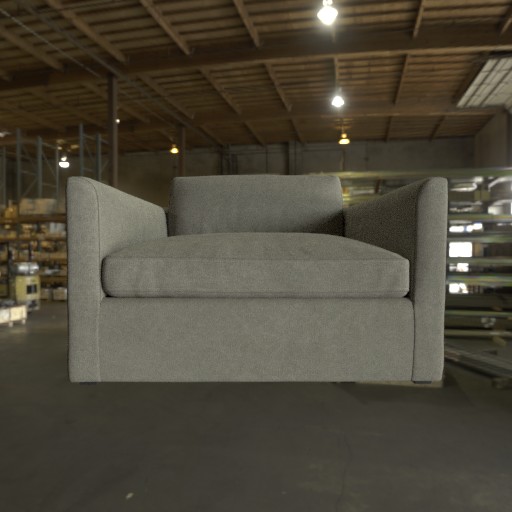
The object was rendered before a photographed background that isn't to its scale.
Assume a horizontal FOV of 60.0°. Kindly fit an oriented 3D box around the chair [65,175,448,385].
[{"bbox_3d":[0.000,0.000,1.887,1.190,0.845,1.091,0,0,0],"label":"chair"}]
